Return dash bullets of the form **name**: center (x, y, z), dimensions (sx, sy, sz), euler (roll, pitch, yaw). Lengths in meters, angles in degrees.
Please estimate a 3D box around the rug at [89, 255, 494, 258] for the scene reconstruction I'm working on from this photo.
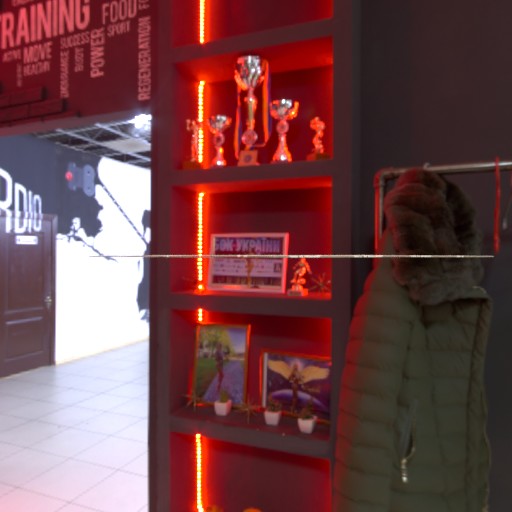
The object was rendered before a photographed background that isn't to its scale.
- **rug**: center (0.000, 0.000, 2.171), dimensions (1.142, 0.010, 1.748), euler (0, 0, -35)
